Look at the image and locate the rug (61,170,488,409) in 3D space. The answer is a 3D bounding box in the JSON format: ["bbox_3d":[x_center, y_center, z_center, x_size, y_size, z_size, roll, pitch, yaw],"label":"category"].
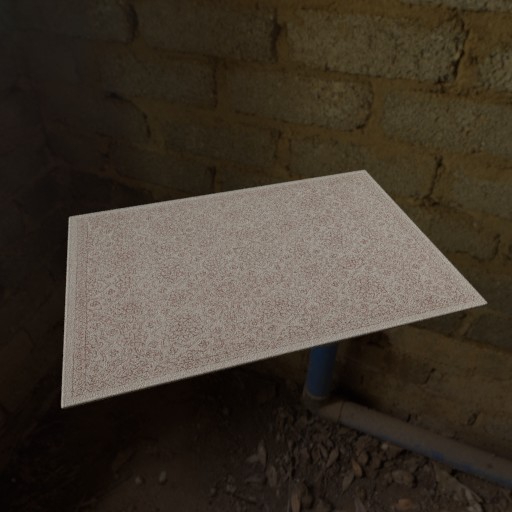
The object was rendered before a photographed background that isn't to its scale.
[{"bbox_3d":[0.000,0.000,2.240,1.829,0.010,1.219,-11,43,-12],"label":"rug"}]
